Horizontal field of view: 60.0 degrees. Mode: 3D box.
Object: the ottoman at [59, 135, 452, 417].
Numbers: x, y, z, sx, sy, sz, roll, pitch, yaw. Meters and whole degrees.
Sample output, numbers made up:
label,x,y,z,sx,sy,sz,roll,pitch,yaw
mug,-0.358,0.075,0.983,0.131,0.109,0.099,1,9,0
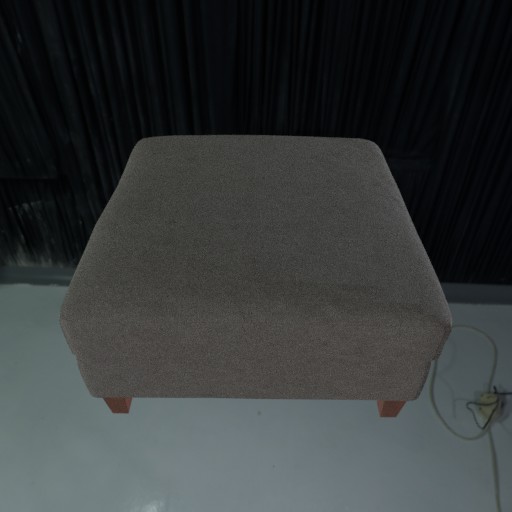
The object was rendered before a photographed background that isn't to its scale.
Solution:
label,x,y,z,sx,sy,sz,roll,pitch,yaw
ottoman,0.000,0.000,1.371,0.861,0.482,0.881,0,41,1
